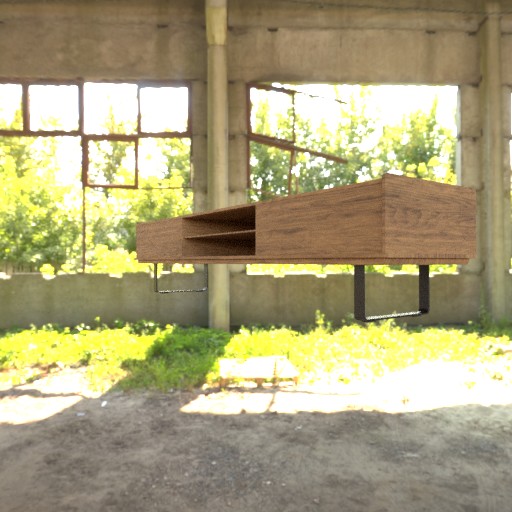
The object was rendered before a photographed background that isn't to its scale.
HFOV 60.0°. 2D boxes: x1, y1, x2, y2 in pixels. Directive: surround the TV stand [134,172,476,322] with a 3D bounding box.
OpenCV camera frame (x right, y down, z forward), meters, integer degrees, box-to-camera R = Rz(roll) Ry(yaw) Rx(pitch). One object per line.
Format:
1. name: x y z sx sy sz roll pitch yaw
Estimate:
1. TV stand: 0.000 0.000 2.020 0.467 0.415 1.796 1 -1 -36
